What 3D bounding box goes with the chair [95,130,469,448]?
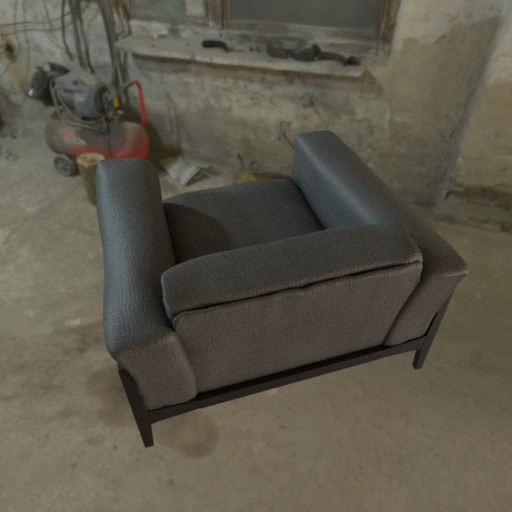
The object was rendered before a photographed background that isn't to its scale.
[{"bbox_3d":[0.000,0.000,1.662,1.056,0.646,0.969,-12,43,-13],"label":"chair"}]
